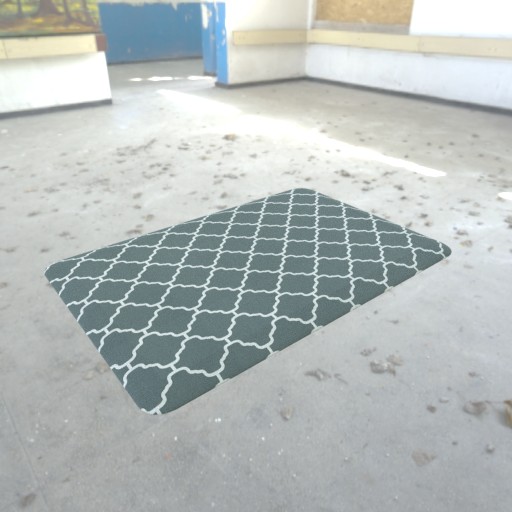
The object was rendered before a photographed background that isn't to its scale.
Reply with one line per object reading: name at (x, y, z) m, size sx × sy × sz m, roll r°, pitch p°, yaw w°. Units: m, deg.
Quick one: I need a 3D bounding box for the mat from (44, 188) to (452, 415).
mat at (0.000, 0.000, 0.962) m, size 0.762 × 0.021 × 0.508 m, roll -21°, pitch 36°, yaw -33°
